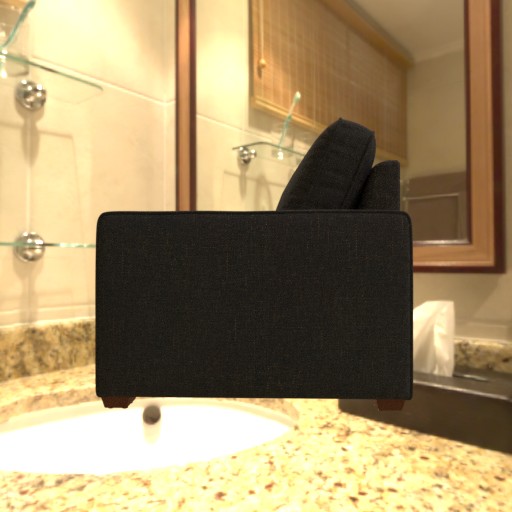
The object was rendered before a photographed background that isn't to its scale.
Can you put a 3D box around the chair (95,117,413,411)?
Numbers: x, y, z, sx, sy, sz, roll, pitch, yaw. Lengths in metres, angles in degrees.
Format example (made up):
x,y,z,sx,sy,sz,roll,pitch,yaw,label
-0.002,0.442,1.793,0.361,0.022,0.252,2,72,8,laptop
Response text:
x,y,z,sx,sy,sz,roll,pitch,yaw,label
0.000,0.000,1.772,0.940,0.919,1.017,0,0,2,chair
